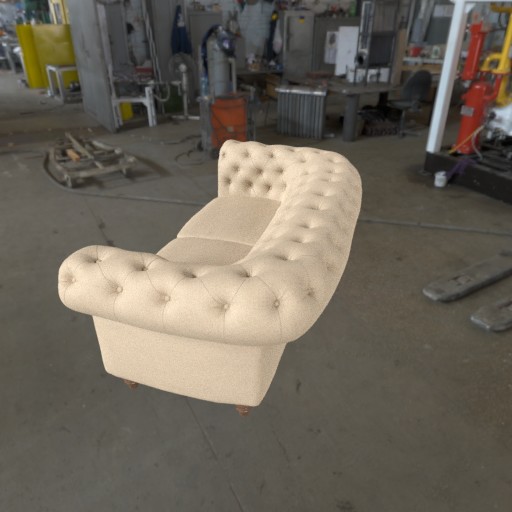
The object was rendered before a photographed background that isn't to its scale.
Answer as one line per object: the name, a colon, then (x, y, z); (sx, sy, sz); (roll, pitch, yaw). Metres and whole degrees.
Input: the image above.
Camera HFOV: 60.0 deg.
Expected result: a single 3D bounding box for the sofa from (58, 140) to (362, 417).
sofa: (0.000, 0.000, 2.540); (1.069, 0.835, 1.988); (8, 30, 15)
